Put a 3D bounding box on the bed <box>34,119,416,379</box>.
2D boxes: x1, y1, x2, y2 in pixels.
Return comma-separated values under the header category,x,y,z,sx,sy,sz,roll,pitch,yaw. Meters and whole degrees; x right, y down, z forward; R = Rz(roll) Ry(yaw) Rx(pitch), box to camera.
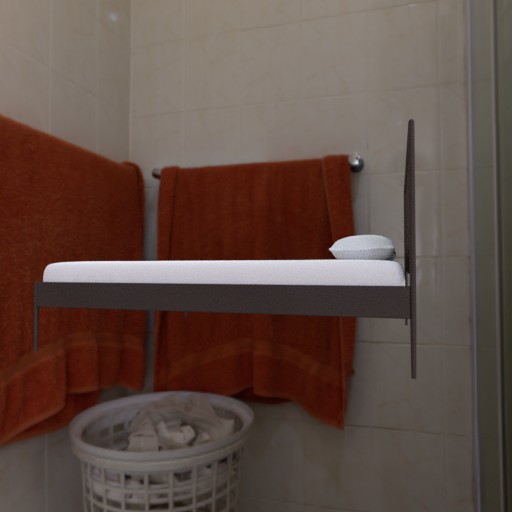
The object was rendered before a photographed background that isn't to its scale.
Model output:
category,x,y,z,sx,sy,sz,roll,pitch,yaw
bed,0.000,0.000,3.270,2.151,1.173,1.993,-1,-2,18
